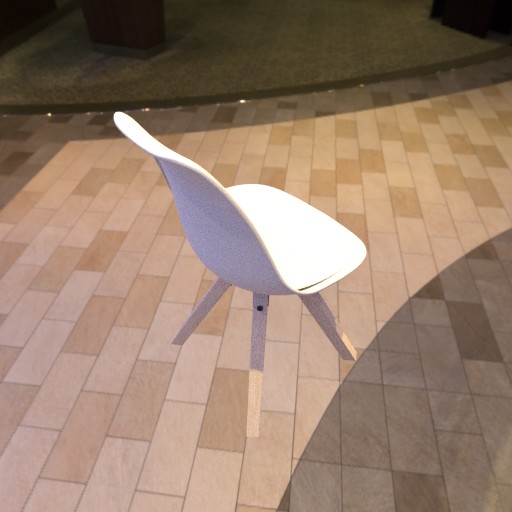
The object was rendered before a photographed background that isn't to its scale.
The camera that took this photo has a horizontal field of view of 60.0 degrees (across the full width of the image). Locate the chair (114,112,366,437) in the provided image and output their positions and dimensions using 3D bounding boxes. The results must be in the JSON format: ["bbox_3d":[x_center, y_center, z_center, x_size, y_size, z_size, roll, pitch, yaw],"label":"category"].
[{"bbox_3d":[0.000,0.000,1.183,0.550,0.850,0.485,-28,48,-28],"label":"chair"}]
